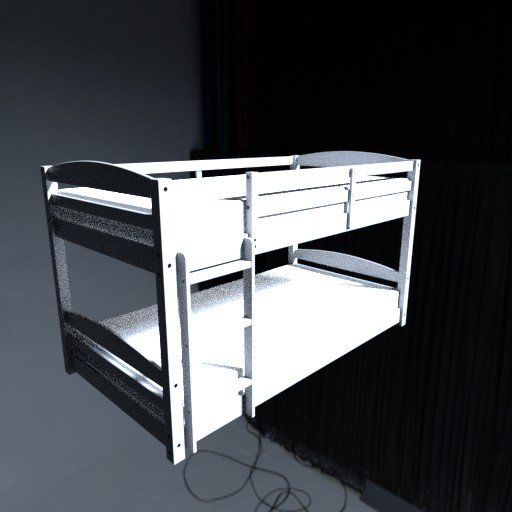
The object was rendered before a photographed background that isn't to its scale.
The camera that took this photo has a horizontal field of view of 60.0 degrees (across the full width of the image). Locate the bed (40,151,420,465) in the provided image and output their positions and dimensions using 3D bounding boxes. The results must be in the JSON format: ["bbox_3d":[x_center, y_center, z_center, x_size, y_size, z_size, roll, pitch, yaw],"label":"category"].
[{"bbox_3d":[0.000,0.000,2.713,1.105,1.206,2.013,14,21,43],"label":"bed"}]
